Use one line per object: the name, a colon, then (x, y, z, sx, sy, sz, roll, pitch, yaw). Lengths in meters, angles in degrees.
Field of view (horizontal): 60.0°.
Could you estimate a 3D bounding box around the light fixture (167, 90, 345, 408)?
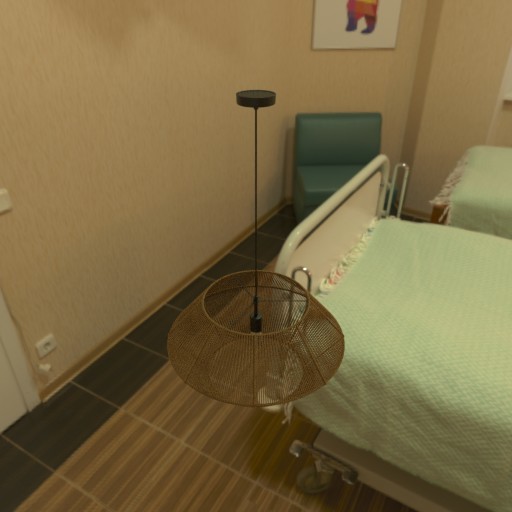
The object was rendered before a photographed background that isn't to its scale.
light fixture: (0.000, 0.000, 1.441, 0.643, 1.009, 0.643, 0, 31, 0)
